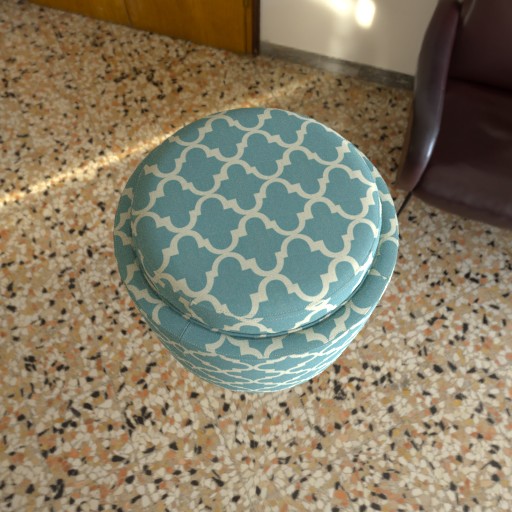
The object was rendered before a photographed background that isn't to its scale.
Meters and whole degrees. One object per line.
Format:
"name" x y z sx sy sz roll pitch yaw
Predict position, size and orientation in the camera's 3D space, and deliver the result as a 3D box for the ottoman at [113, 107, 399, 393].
"ottoman" 0.000 0.000 0.865 0.480 0.429 0.480 0 64 0
